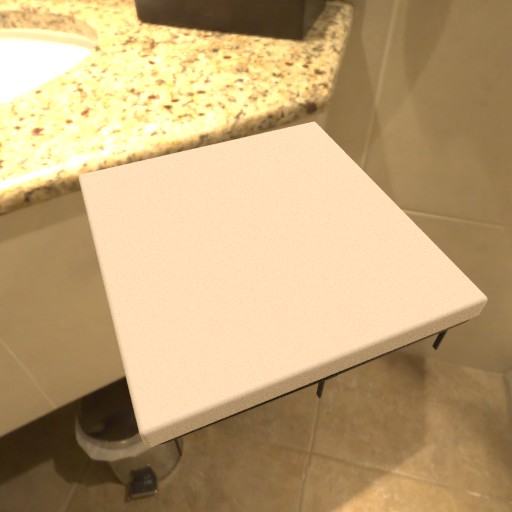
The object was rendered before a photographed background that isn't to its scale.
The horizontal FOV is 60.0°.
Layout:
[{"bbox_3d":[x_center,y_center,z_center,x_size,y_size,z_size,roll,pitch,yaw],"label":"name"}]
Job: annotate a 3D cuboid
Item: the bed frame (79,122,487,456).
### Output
[{"bbox_3d":[0.000,0.000,2.993,1.935,0.525,2.033,-17,49,-15],"label":"bed frame"}]
